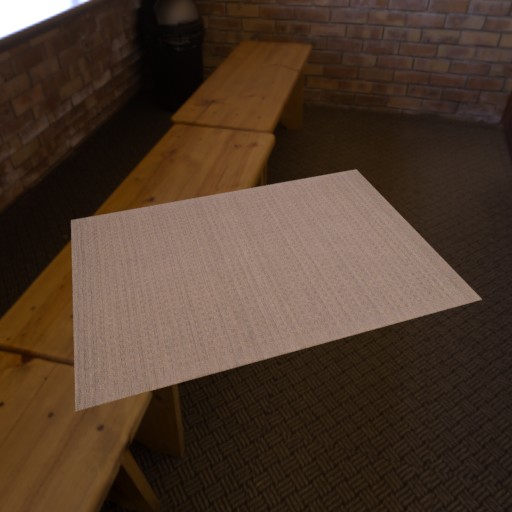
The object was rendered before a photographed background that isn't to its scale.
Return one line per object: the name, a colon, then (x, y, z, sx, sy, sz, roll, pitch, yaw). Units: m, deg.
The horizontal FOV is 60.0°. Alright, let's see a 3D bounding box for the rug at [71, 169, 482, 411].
rug: (0.000, 0.000, 3.670, 2.895, 0.006, 1.981, -12, 43, -14)
